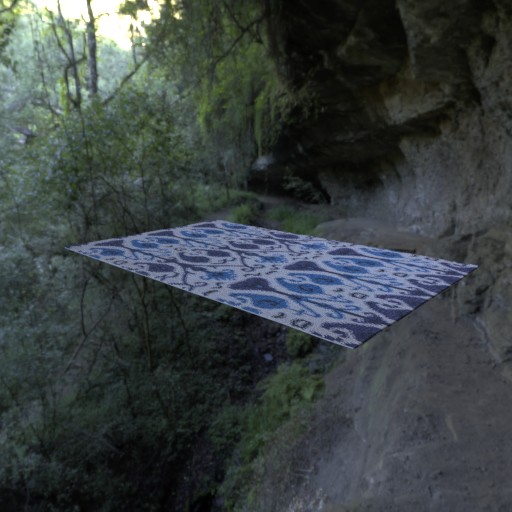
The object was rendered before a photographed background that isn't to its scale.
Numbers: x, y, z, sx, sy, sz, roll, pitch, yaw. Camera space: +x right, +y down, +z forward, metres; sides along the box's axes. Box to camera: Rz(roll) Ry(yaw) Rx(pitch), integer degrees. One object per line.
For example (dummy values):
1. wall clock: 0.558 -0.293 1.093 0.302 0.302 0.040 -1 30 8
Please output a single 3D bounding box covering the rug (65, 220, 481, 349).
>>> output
1. rug: 0.000 0.000 2.113 1.698 0.013 1.072 13 20 41
